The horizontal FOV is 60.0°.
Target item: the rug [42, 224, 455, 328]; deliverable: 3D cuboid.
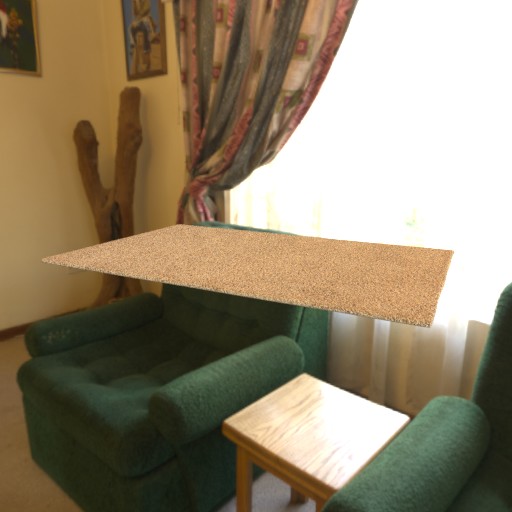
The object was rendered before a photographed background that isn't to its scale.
[{"bbox_3d":[0.000,0.000,3.065,2.438,0.030,1.524,7,15,26],"label":"rug"}]
